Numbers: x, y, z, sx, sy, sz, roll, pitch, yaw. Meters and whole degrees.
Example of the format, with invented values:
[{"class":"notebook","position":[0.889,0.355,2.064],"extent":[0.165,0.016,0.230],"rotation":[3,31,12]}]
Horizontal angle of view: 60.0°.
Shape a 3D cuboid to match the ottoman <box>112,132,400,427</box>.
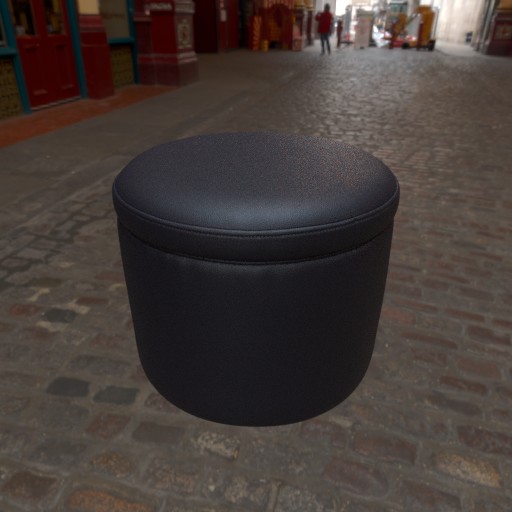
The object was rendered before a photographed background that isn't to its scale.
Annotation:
[{"class":"ottoman","position":[0.000,0.000,0.874],"extent":[0.501,0.409,0.501],"rotation":[0,29,0]}]
